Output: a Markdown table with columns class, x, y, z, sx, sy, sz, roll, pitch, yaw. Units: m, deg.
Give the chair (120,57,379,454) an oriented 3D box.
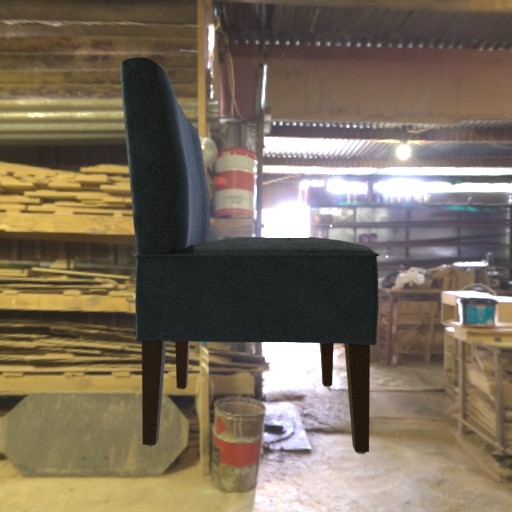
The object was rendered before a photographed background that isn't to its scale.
| class | x | y | z | sx | sy | sz | roll | pitch | yaw |
| --- | --- | --- | --- | --- | --- | --- | --- | --- | --- |
| chair | 0.000 | 0.000 | 1.130 | 0.551 | 0.806 | 0.521 | 0 | 1 | 0 |
